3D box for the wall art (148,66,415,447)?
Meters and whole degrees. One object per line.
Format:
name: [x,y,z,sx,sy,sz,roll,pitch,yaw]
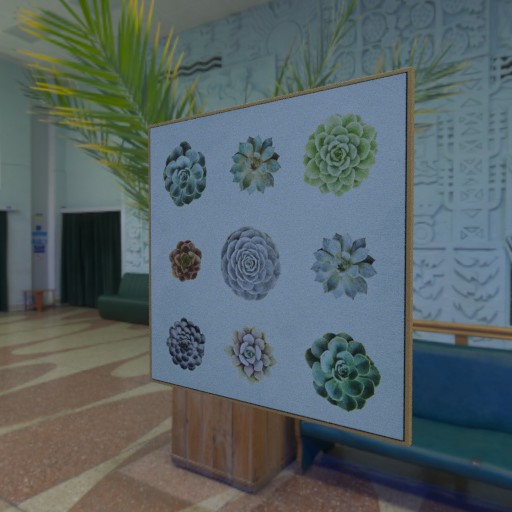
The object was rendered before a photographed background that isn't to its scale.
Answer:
wall art: [0.000,0.000,0.664,0.457,0.455,0.013,1,2,35]
